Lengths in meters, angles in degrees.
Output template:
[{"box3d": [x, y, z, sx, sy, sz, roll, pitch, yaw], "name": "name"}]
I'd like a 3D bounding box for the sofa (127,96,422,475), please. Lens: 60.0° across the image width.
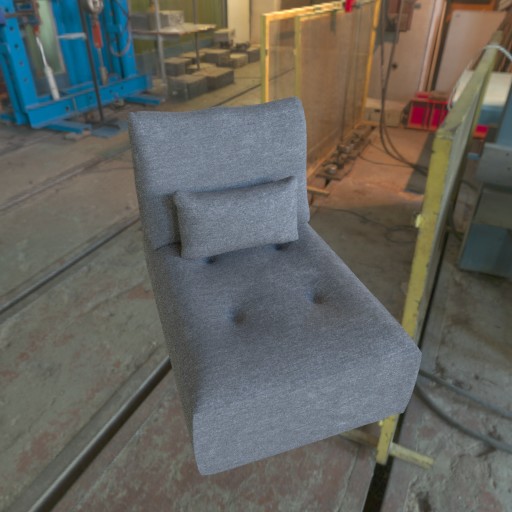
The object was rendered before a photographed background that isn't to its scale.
[{"box3d": [0.000, 0.000, 1.540, 0.700, 0.820, 1.000, -11, 35, -16], "name": "sofa"}]
